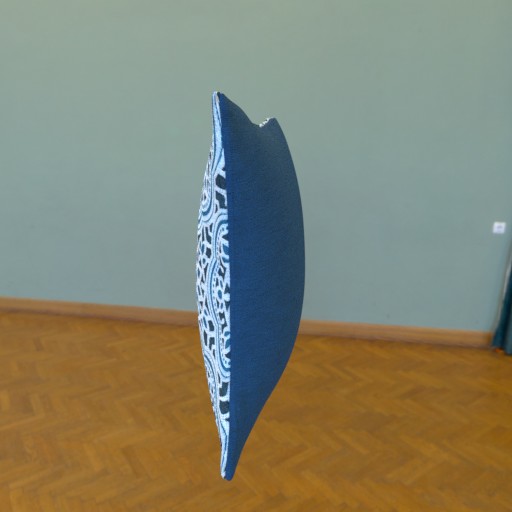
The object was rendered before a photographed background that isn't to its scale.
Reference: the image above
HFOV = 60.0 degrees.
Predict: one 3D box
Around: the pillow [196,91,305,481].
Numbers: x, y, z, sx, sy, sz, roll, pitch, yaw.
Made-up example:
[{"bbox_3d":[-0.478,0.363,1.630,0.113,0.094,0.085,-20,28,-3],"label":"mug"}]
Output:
[{"bbox_3d":[0.000,0.000,0.658,0.145,0.420,0.440,2,15,9],"label":"pillow"}]
